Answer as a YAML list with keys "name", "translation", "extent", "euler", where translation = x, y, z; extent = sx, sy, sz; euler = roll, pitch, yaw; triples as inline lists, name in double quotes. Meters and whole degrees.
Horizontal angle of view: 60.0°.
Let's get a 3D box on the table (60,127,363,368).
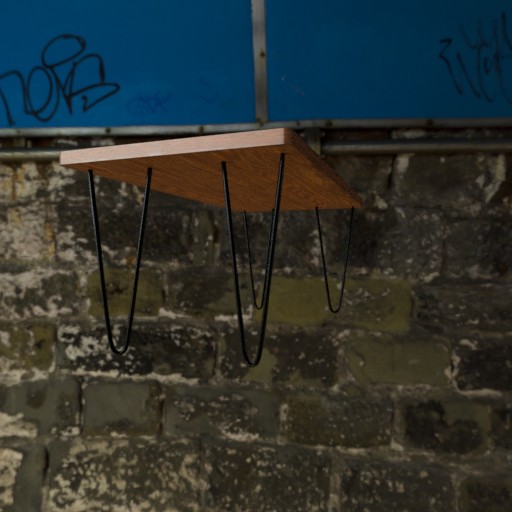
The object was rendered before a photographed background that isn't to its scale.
- name: "table"
  translation: [0.000, 0.000, 2.295]
  extent: [0.883, 0.753, 1.791]
  euler: [0, 0, 20]
